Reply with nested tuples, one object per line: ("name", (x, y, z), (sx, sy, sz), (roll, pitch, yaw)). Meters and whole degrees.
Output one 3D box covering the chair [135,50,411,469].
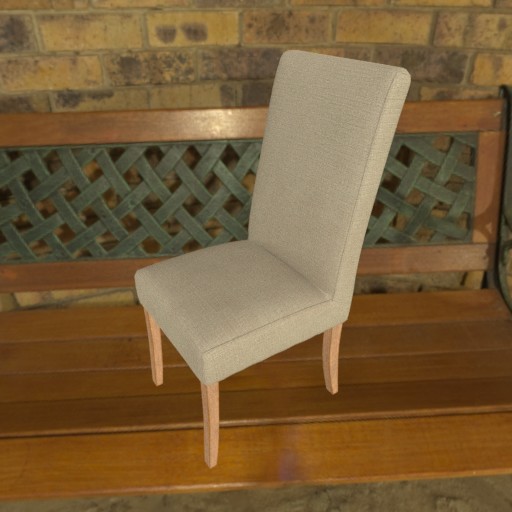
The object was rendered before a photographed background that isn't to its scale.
("chair", (0.000, 0.000, 1.302), (0.611, 1.033, 0.450), (-20, 37, -29))
